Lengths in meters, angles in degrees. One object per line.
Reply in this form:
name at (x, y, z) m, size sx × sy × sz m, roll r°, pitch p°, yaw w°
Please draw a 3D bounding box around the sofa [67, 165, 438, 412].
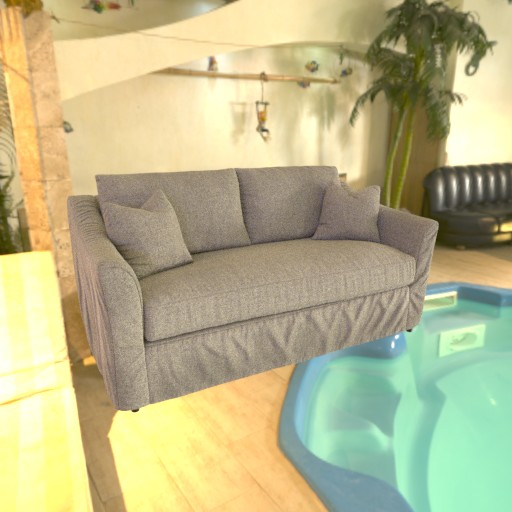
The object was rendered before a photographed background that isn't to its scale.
sofa at (0.000, 0.000, 2.724) m, size 2.010 × 1.018 × 1.072 m, roll -9°, pitch 19°, yaw -27°
